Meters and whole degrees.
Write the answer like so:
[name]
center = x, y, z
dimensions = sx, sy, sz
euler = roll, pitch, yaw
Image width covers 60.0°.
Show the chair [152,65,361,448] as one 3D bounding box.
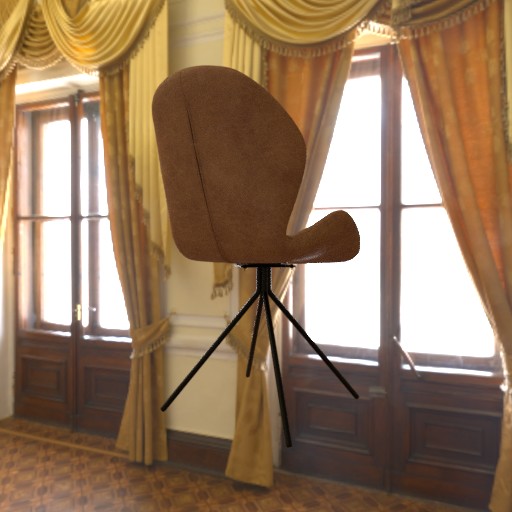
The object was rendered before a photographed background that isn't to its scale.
[chair]
center = 0.000, 0.000, 1.336
dimensions = 0.527, 0.929, 0.640
euler = 0, 1, 35
